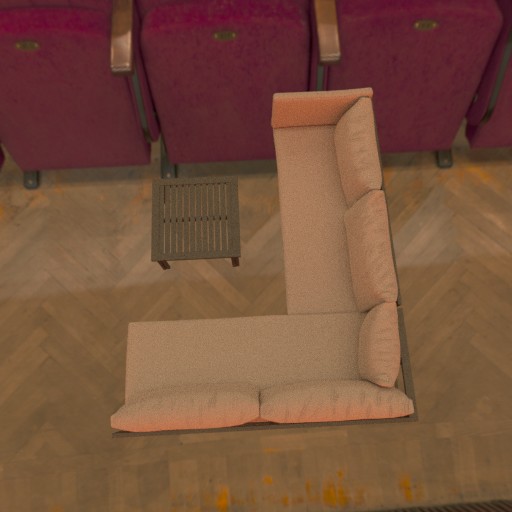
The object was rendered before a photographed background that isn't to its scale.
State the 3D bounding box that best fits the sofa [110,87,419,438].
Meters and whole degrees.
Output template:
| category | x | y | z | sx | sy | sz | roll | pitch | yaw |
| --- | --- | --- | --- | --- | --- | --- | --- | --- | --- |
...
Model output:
| category | x | y | z | sx | sy | sz | roll | pitch | yaw |
| --- | --- | --- | --- | --- | --- | --- | --- | --- | --- |
| sofa | 0.000 | 0.000 | 2.918 | 1.658 | 0.758 | 2.096 | -3 | 74 | -1 |
